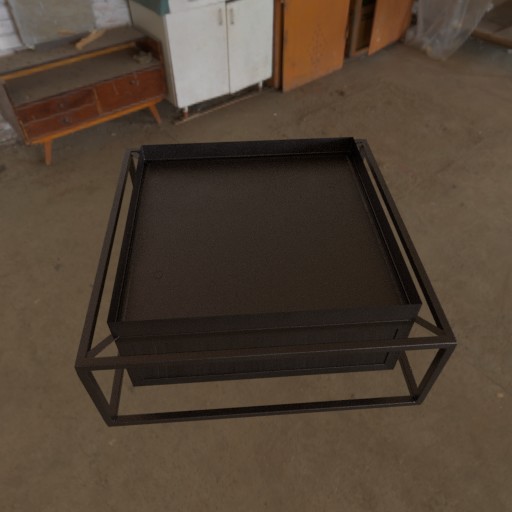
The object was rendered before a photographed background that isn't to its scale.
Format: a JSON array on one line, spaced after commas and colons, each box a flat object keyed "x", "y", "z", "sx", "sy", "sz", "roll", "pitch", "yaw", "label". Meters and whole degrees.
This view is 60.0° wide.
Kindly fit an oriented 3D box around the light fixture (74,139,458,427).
[{"x": 0.000, "y": 0.000, "z": 0.705, "sx": 0.441, "sy": 0.191, "sz": 0.441, "roll": -3, "pitch": 46, "yaw": -3, "label": "light fixture"}]
